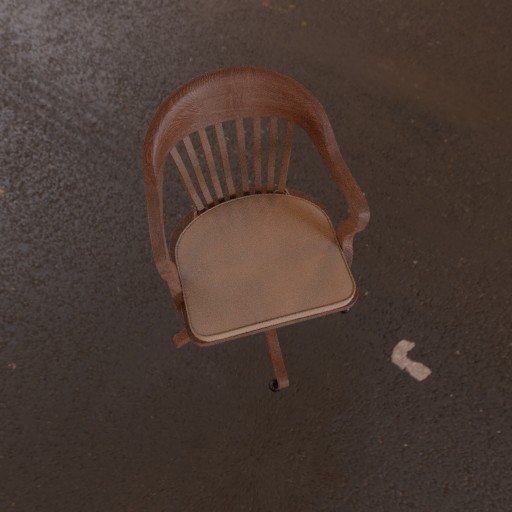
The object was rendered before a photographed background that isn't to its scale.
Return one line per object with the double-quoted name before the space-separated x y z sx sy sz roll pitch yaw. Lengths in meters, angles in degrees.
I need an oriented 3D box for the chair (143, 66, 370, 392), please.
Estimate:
"chair" 0.000 0.000 1.488 0.750 0.878 0.788 -14 66 -6
